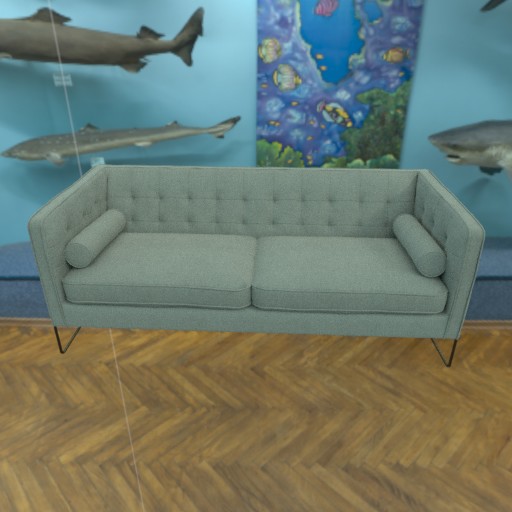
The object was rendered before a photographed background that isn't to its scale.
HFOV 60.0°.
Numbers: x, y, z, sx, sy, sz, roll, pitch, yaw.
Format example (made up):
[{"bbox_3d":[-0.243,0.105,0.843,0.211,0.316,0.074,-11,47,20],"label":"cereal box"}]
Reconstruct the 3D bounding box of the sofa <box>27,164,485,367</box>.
[{"bbox_3d":[0.000,0.000,2.525,2.079,0.798,0.912,1,27,3],"label":"sofa"}]
